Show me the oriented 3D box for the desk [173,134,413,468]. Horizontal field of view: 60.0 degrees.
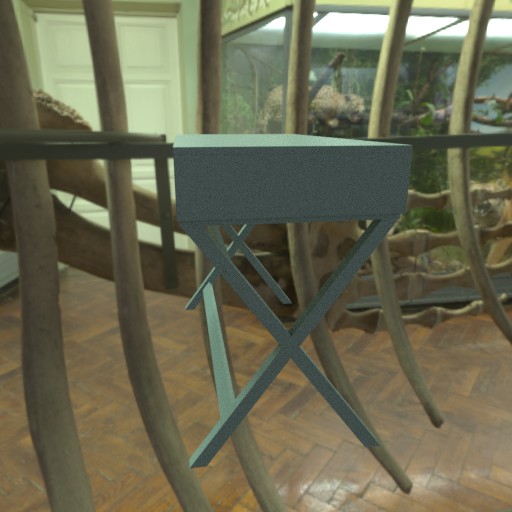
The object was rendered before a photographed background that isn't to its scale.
[{"bbox_3d":[0.000,0.000,1.517,0.509,0.780,1.059,-3,17,-9],"label":"desk"}]
